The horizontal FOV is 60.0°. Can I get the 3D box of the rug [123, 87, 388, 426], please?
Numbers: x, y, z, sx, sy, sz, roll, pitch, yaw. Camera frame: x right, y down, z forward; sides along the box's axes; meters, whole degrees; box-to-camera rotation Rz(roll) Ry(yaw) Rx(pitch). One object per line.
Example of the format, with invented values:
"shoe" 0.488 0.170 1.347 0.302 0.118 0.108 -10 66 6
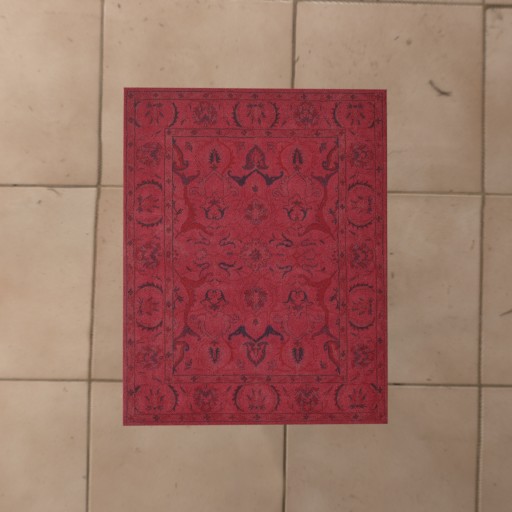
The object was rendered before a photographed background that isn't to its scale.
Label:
"rug" 0.000 0.000 3.855 2.300 0.012 2.929 0 89 -1
